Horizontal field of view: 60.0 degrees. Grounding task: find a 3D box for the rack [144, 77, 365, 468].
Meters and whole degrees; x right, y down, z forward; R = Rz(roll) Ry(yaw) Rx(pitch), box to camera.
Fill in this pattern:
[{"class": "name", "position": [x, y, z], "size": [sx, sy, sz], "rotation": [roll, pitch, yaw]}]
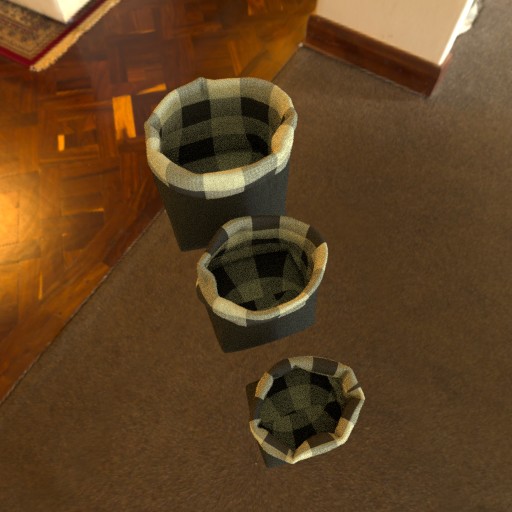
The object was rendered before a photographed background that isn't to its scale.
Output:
[{"class": "rack", "position": [0.000, 0.000, 1.044], "size": [0.370, 0.329, 0.889], "rotation": [-16, 66, -7]}]
